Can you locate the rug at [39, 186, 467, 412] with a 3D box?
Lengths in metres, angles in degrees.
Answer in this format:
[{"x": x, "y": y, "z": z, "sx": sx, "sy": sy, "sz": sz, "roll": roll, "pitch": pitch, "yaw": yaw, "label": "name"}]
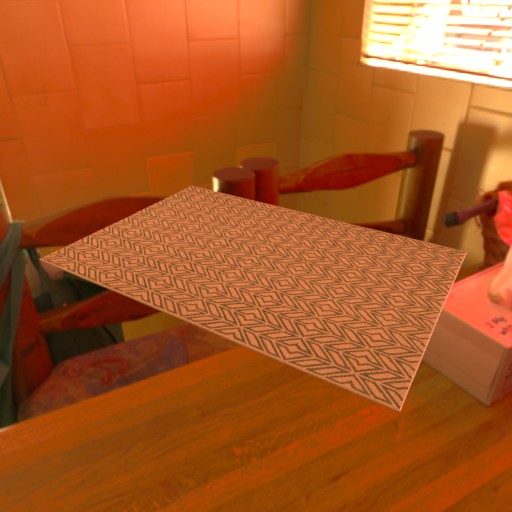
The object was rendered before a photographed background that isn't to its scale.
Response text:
[{"x": 0.000, "y": 0.000, "z": 2.276, "sx": 1.828, "sy": 0.007, "sz": 1.220, "roll": 17, "pitch": 34, "yaw": 27, "label": "rug"}]
